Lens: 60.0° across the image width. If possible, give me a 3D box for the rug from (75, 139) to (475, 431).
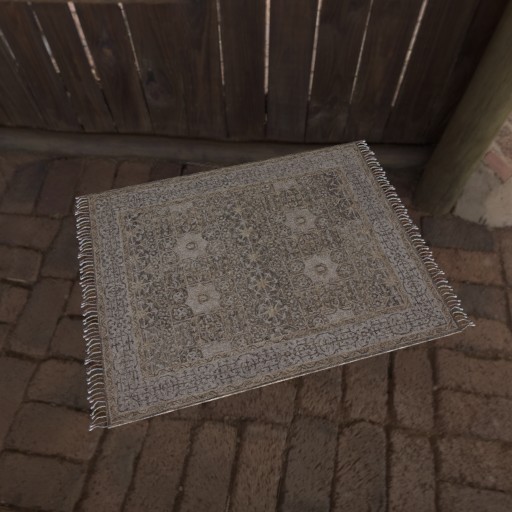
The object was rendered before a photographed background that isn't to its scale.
[{"bbox_3d":[0.000,0.000,4.240,3.291,0.017,2.431,-13,58,-8],"label":"rug"}]
